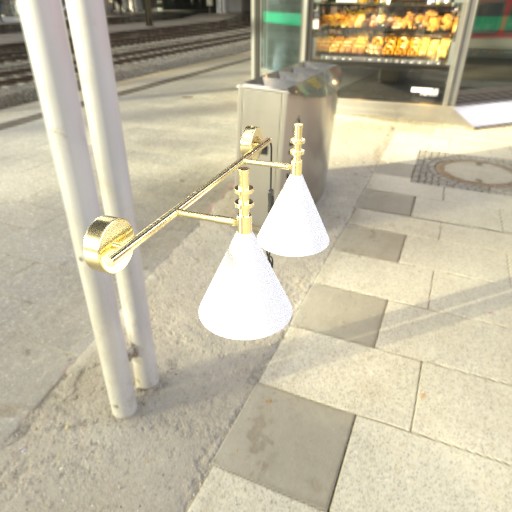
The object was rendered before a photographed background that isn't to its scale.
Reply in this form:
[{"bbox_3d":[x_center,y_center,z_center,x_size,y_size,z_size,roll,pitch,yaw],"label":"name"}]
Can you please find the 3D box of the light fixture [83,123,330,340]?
[{"bbox_3d":[0.000,0.000,0.879,0.239,0.468,0.642,11,32,18],"label":"light fixture"}]
